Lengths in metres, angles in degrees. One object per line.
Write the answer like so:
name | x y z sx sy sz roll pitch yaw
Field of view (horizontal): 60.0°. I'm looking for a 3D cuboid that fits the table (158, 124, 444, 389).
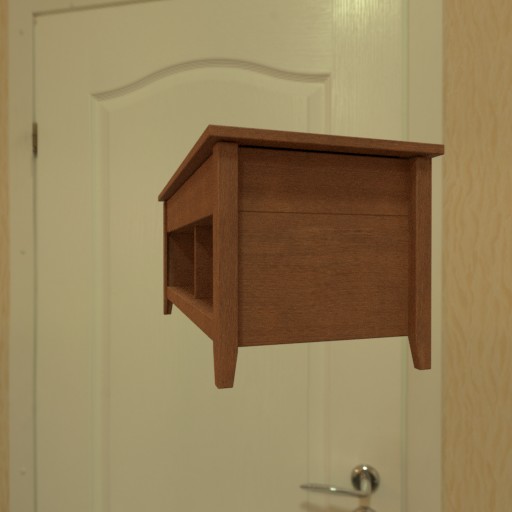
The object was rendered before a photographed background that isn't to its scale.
table | 0.000 0.000 1.310 0.483 0.457 1.016 0 1 -17
